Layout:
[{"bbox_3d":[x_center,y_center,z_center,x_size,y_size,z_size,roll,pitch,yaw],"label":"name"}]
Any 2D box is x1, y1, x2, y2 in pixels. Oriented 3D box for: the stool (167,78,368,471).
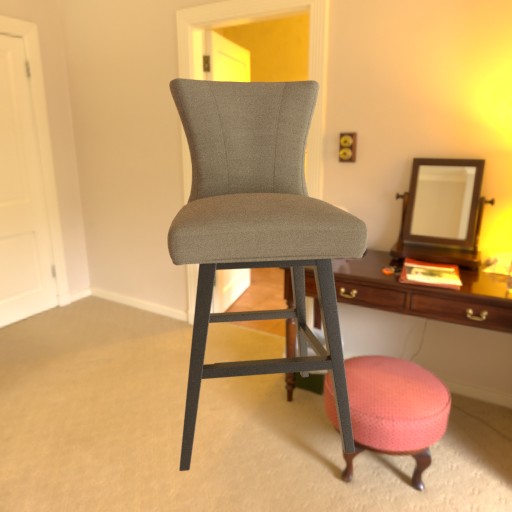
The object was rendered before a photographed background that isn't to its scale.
[{"bbox_3d":[0.000,0.000,1.398,0.514,1.086,0.574,-2,16,-8],"label":"stool"}]
